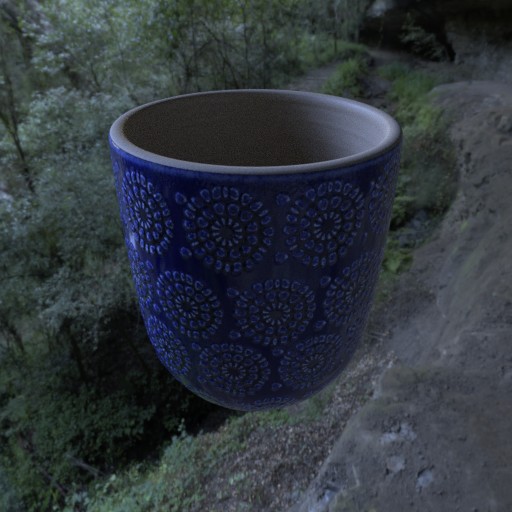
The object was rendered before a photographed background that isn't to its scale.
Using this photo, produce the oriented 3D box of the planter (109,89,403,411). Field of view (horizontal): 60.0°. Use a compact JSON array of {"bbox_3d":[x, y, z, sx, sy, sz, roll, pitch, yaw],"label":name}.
[{"bbox_3d":[0.000,0.000,0.337,0.184,0.206,0.184,0,32,0],"label":"planter"}]
